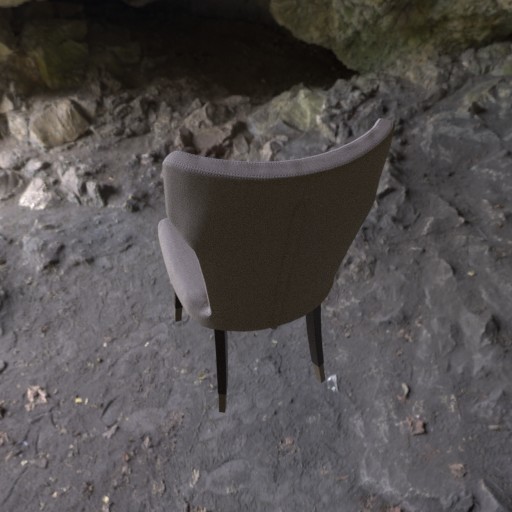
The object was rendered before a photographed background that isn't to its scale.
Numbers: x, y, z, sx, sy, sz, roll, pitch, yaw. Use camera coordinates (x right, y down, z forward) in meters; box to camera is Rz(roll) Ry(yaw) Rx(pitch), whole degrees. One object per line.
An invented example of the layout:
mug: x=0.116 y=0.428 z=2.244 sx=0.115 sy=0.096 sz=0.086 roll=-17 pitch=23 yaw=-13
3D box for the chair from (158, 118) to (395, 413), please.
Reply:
chair: x=0.000 y=0.000 z=1.347 sx=0.526 sy=0.955 sz=0.630 roll=-12 pitch=42 yaw=-14
